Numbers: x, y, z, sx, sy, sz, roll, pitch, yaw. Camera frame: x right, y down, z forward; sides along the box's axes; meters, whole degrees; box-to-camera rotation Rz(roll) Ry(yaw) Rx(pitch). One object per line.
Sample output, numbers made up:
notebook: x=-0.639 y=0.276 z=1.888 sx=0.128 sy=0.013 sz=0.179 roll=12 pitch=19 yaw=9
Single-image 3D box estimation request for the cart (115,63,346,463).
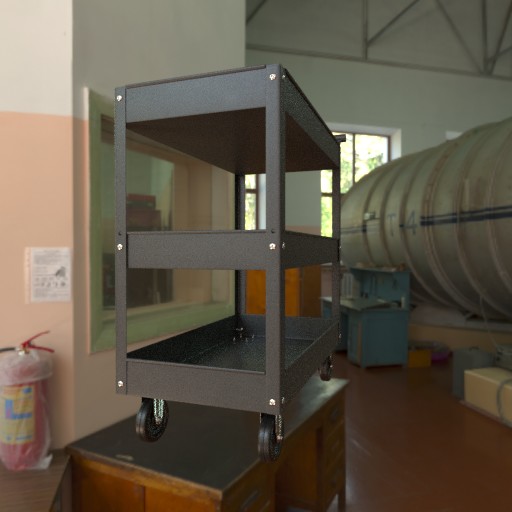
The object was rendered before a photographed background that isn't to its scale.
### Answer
cart: x=0.000 y=0.000 z=1.169 sx=0.366 sy=0.780 sz=0.719 roll=0 pitch=1 yaw=20
